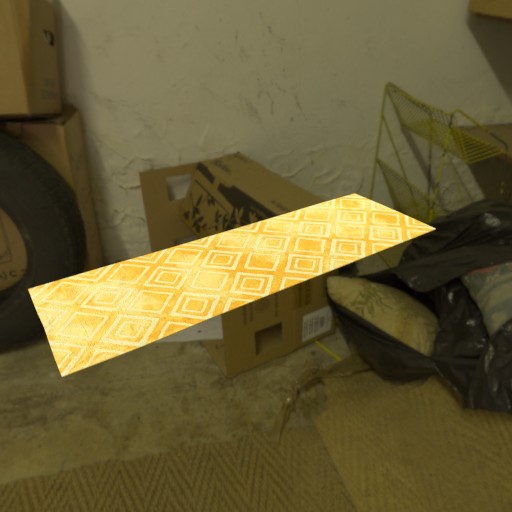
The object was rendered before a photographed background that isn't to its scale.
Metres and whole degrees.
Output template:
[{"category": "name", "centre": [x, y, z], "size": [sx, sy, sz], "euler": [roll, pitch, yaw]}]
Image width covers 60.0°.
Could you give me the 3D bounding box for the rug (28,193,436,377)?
[{"category": "rug", "centre": [0.000, 0.000, 2.687], "size": [2.438, 0.010, 0.775], "euler": [-19, 35, -29]}]
